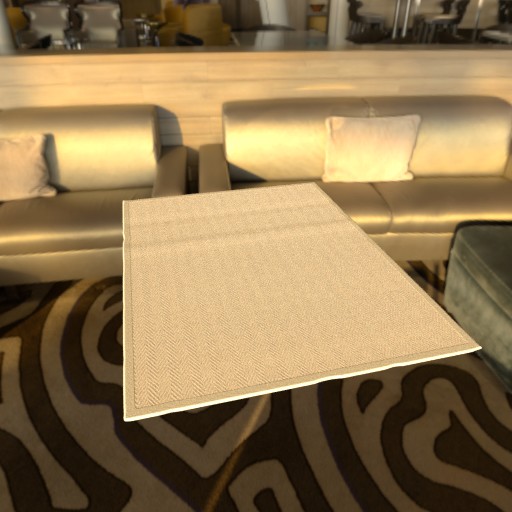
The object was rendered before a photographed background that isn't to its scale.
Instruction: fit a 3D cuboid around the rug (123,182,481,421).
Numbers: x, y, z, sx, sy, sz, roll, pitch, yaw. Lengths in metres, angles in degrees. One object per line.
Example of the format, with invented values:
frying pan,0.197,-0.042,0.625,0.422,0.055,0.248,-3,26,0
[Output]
rug,0.000,0.000,4.708,2.734,0.037,3.659,-8,32,-12
